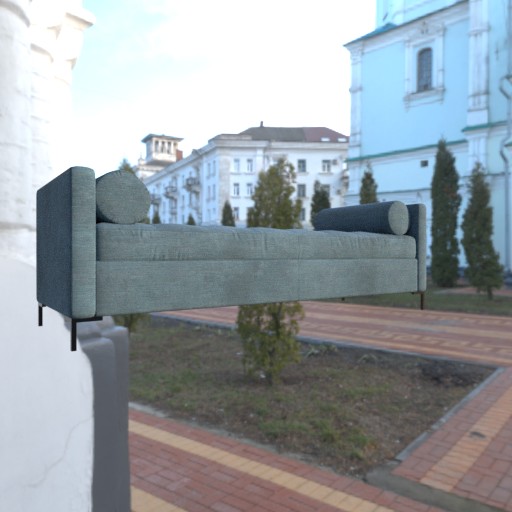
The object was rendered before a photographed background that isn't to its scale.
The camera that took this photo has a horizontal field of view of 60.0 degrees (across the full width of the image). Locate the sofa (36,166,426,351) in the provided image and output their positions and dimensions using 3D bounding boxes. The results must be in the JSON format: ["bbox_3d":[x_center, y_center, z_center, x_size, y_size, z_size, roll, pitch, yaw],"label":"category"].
[{"bbox_3d":[0.000,0.000,2.313,1.981,0.635,0.686,0,0,-35],"label":"sofa"}]
